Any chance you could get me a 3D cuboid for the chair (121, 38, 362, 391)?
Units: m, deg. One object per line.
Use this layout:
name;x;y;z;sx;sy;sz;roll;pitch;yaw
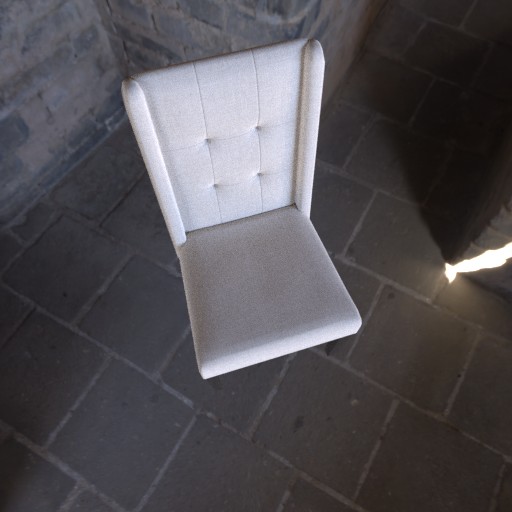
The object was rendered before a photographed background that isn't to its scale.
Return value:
chair;0.000;0.000;1.257;0.474;0.961;0.523;-15;66;-7
